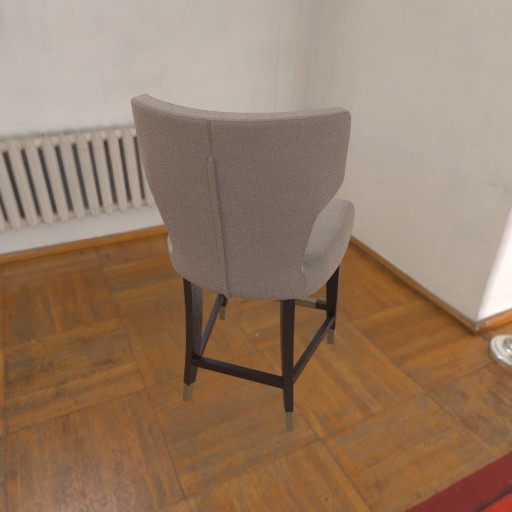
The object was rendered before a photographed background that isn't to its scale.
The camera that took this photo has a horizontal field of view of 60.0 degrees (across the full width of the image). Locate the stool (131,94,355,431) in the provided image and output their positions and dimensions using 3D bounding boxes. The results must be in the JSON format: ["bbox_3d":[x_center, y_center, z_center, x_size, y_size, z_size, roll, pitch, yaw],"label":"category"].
[{"bbox_3d":[0.000,0.000,1.362,0.527,0.982,0.563,10,32,16],"label":"stool"}]
